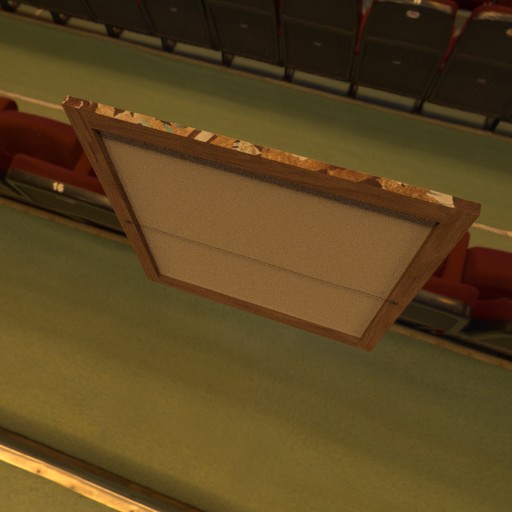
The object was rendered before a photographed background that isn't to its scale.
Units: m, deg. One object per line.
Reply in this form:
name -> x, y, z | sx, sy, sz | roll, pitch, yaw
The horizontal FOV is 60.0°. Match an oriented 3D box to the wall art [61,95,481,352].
wall art -> 0.000, 0.000, 1.099 | 0.757, 0.762, 0.028 | 17, 63, 9
